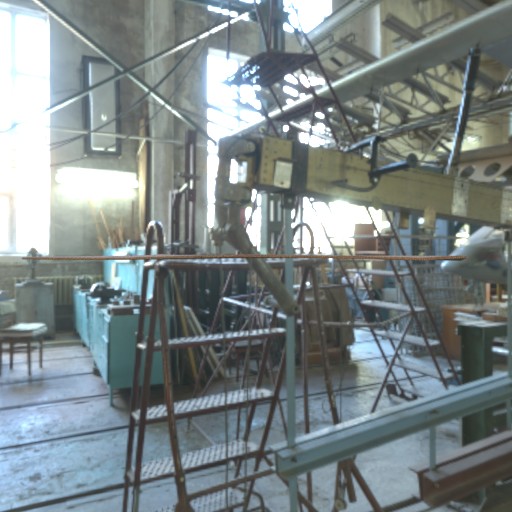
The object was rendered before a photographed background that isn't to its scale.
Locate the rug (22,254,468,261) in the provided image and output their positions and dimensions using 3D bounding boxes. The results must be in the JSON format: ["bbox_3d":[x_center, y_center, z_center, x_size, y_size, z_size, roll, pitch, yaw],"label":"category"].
[{"bbox_3d":[0.000,0.000,2.279,1.837,0.025,1.230,0,1,18],"label":"rug"}]
